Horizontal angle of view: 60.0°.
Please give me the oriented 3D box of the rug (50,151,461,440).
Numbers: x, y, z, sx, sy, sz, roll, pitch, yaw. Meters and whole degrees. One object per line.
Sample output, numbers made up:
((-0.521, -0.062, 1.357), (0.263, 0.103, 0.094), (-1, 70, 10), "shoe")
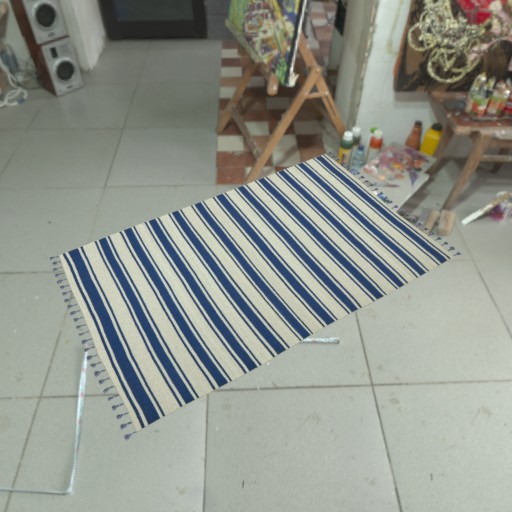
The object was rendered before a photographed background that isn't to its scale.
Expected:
((0.000, 0.000, 2.611), (2.108, 0.009, 1.248), (-24, 52, -21), "rug")
